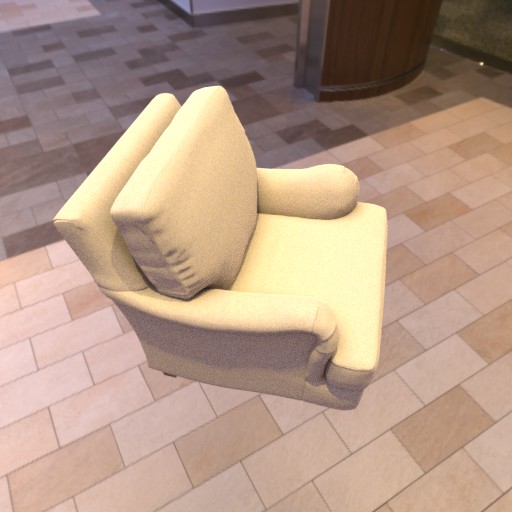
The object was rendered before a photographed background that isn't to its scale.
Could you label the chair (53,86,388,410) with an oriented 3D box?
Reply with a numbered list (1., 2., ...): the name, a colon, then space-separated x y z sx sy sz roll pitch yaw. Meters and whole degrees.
1. chair: 0.000 0.000 1.844 1.078 1.076 0.895 10 48 9
